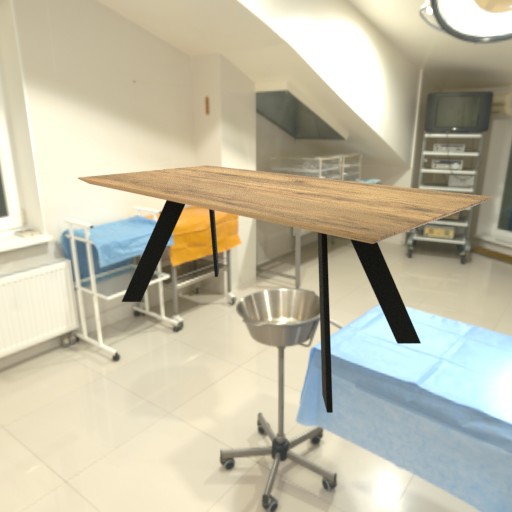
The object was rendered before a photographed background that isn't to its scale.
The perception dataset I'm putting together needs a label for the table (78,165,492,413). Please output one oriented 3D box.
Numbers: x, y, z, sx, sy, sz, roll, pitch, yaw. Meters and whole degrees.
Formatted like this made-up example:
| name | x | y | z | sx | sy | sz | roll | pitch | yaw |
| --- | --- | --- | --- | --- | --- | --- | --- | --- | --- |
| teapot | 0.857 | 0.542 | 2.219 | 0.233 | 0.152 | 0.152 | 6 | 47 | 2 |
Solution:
| name | x | y | z | sx | sy | sz | roll | pitch | yaw |
| --- | --- | --- | --- | --- | --- | --- | --- | --- | --- |
| table | 0.000 | 0.000 | 2.435 | 2.000 | 0.770 | 1.000 | 16 | 23 | 42 |
